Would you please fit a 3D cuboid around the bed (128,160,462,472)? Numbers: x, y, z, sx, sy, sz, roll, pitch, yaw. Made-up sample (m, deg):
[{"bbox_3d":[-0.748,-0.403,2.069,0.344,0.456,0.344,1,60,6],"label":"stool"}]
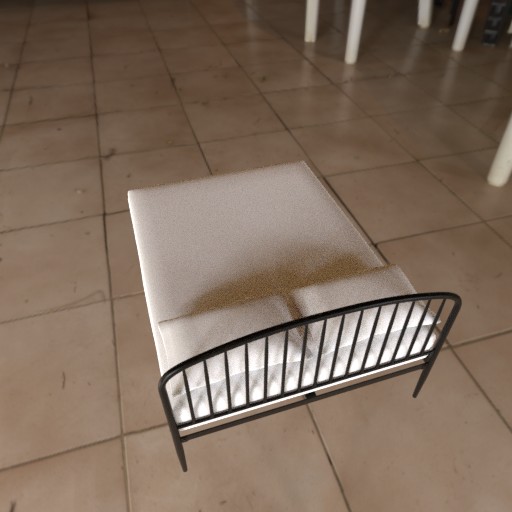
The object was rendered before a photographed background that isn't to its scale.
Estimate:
[{"bbox_3d":[0.000,0.000,3.164,1.618,1.166,2.159,-12,44,-13],"label":"bed"}]
